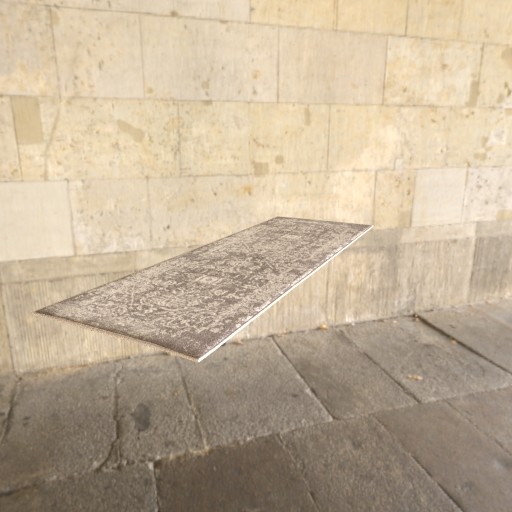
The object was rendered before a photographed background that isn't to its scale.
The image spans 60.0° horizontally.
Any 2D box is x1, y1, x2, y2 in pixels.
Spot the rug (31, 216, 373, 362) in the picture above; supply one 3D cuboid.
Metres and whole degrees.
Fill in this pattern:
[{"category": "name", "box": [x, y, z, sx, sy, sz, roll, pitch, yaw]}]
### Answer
[{"category": "rug", "box": [0.000, 0.000, 2.687, 0.855, 0.017, 2.452, 8, 18, 26]}]
